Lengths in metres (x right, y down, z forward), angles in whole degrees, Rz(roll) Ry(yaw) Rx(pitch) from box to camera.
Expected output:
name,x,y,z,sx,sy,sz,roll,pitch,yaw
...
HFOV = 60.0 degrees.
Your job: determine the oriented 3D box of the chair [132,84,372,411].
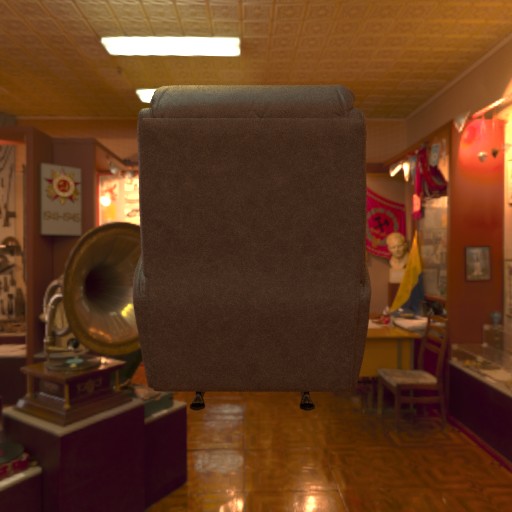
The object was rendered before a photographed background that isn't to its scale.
name,x,y,z,sx,sy,sz,roll,pitch,yaw
chair,0.000,0.000,1.802,0.865,1.067,1.067,0,1,0
